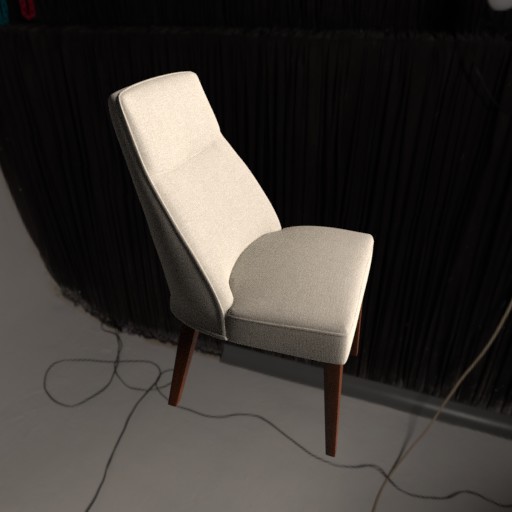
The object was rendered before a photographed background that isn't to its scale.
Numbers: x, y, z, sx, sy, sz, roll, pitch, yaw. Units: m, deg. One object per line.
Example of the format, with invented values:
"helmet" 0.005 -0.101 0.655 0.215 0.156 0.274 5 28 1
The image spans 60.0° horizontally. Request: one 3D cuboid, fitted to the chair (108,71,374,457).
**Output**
"chair" 0.000 0.000 1.265 0.620 0.930 0.500 10 32 16
